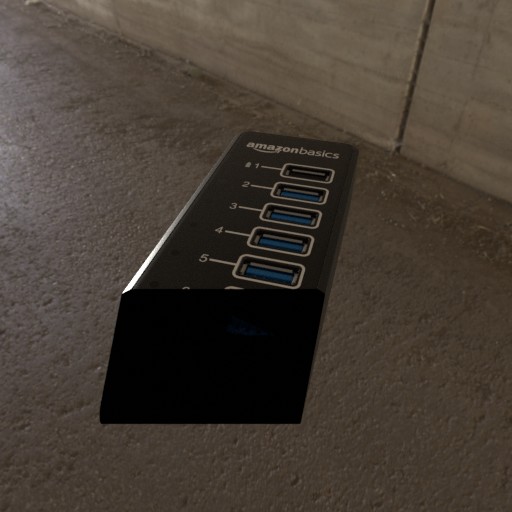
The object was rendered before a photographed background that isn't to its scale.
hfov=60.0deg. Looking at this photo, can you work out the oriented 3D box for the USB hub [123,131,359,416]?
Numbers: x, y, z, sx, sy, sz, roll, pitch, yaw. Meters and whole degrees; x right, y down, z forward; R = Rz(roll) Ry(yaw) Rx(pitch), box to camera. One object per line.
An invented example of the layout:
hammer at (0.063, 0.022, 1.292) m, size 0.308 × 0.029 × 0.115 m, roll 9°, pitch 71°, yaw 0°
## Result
USB hub at (0.000, 0.000, 0.126) m, size 0.044 × 0.023 × 0.110 m, roll 11°, pitch 42°, yaw 12°
